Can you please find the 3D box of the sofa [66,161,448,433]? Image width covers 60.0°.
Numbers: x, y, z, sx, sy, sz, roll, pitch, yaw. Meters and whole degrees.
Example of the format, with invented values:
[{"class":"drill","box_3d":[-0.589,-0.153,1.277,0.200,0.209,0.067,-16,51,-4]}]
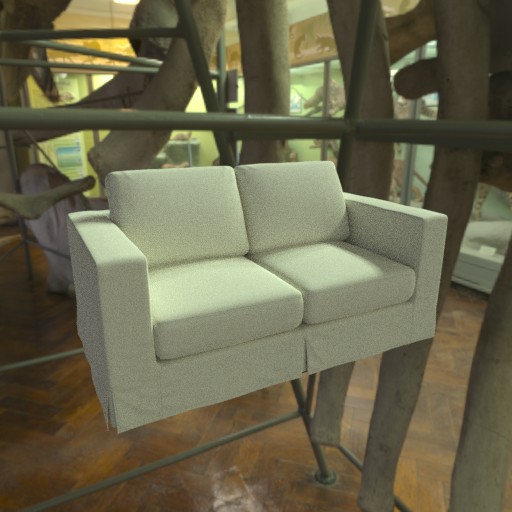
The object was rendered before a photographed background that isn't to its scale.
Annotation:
[{"class":"sofa","box_3d":[0.000,0.000,2.410,1.813,0.932,1.009,-9,19,-26]}]
